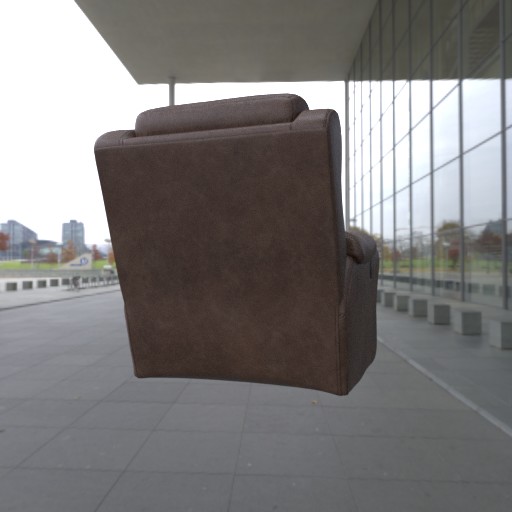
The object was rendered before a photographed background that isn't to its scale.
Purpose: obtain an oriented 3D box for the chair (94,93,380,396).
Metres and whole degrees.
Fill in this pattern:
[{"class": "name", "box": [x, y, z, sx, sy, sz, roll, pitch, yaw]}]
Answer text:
[{"class": "chair", "box": [0.000, 0.000, 1.794, 0.940, 0.990, 1.067, 0, -1, 17]}]
